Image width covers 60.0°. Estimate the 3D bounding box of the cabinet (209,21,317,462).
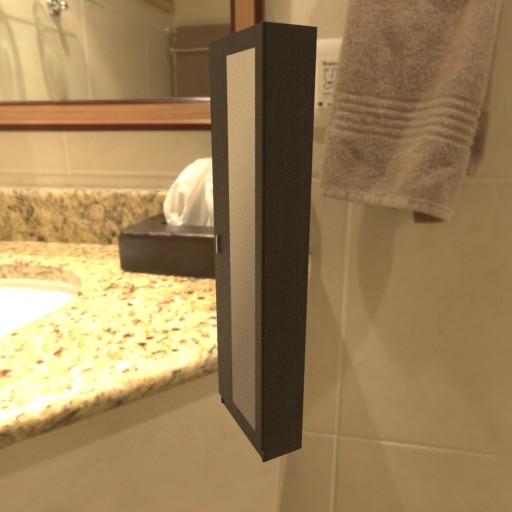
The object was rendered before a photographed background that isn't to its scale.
[{"bbox_3d":[0.000,0.000,1.985,0.230,1.790,0.500,-9,19,-25],"label":"cabinet"}]
